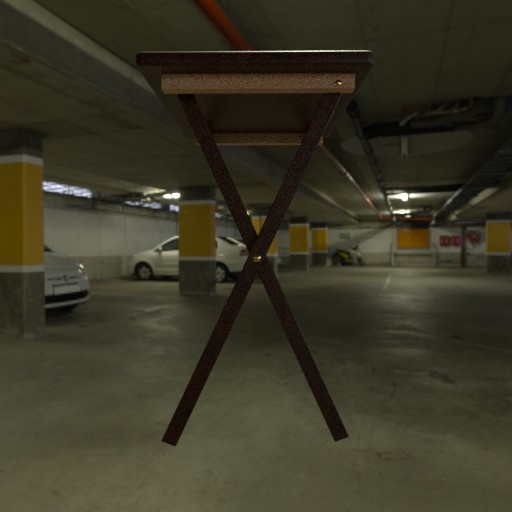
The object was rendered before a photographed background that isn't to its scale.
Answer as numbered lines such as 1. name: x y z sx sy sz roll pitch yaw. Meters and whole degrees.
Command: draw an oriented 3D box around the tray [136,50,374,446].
1. tray: 0.000 0.000 0.949 0.381 0.660 0.483 0 1 1
